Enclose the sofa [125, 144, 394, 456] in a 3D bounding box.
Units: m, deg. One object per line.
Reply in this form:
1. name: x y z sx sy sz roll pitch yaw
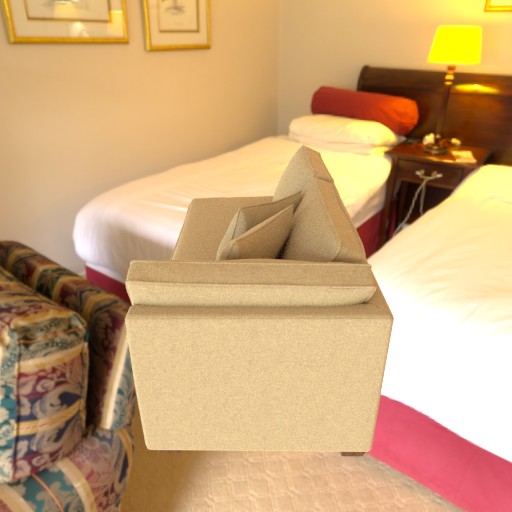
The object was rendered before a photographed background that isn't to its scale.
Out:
1. sofa: 0.000 0.000 2.840 1.110 1.033 2.237 0 27 0
